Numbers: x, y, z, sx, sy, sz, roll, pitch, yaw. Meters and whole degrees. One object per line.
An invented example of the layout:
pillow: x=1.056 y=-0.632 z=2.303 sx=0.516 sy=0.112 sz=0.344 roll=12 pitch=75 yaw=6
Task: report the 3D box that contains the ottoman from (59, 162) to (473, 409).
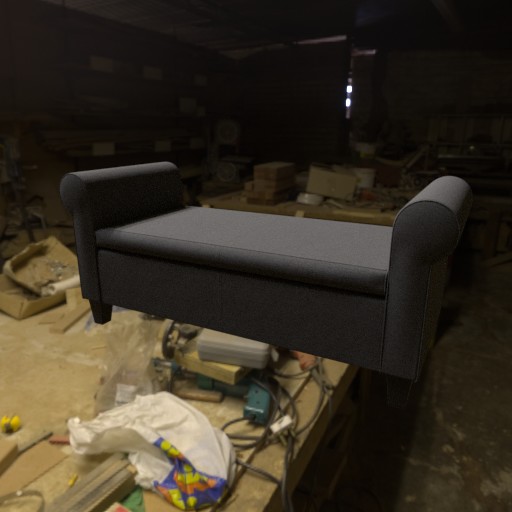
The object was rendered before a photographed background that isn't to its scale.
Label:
ottoman: x=0.000 y=0.000 z=1.500 sx=1.256 sy=0.547 sz=0.521 roll=9 pitch=19 yaw=27
